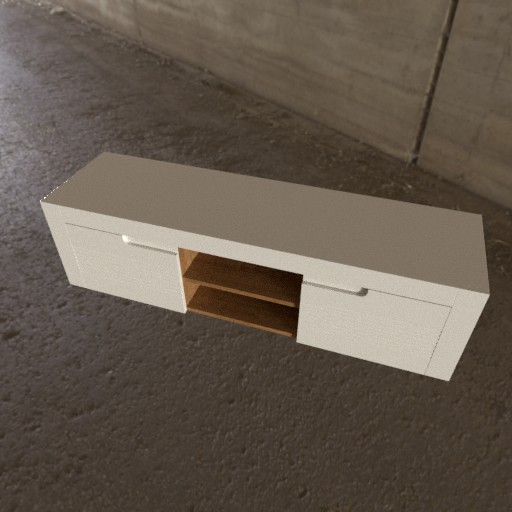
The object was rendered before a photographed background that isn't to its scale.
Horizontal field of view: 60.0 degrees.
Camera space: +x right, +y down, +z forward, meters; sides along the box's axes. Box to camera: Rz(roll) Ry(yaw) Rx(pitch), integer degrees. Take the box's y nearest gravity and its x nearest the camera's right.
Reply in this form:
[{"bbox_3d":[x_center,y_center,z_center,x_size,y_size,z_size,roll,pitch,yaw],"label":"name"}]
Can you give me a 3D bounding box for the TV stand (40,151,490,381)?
[{"bbox_3d":[0.000,0.000,1.699,1.500,0.440,0.410,12,41,14],"label":"TV stand"}]
